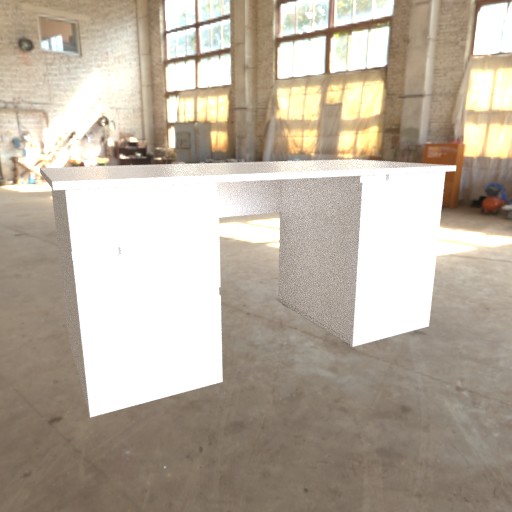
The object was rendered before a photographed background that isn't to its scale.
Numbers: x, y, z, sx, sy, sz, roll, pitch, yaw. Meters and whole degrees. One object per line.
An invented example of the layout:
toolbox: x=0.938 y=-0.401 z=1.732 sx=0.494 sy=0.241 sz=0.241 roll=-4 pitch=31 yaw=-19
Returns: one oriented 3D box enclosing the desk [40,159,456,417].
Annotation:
desk: x=0.000 y=0.000 z=1.918 sx=1.580 sy=0.760 sz=0.670 roll=-8 pitch=17 yaw=-27
